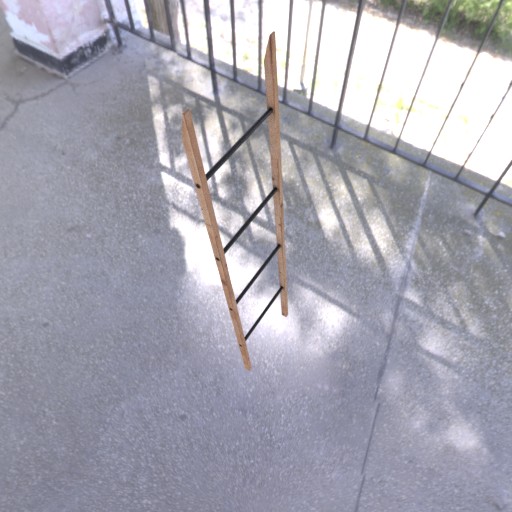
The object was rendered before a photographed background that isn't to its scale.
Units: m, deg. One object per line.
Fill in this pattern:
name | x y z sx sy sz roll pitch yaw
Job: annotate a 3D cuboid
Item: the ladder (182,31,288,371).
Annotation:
ladder | 0.000 0.000 1.964 0.200 1.805 0.442 29 62 17
